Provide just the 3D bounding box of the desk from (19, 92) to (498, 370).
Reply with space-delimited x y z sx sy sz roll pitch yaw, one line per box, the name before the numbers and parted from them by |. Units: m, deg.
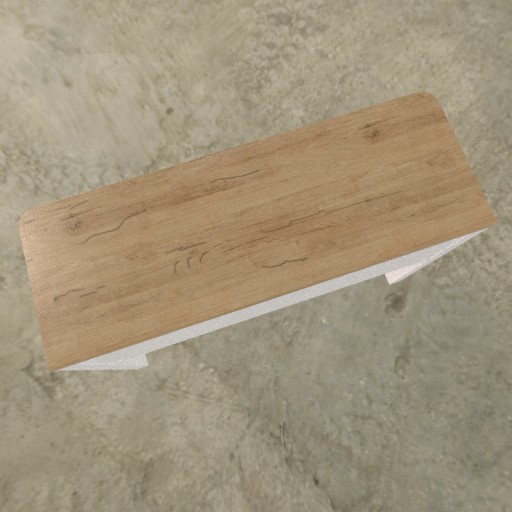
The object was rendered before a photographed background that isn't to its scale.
desk | 0.000 0.000 1.440 1.100 0.760 0.390 -18 77 -4
